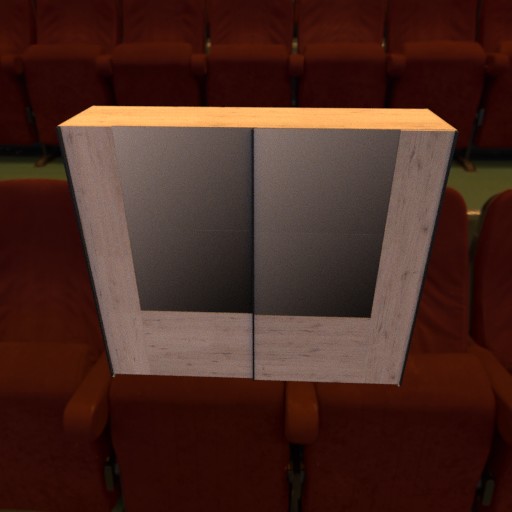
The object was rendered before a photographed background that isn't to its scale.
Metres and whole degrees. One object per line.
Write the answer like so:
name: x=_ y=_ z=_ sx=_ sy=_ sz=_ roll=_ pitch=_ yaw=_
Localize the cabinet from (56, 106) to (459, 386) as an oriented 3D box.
cabinet: x=0.000 y=0.000 z=3.566 sx=2.500 sy=2.180 sz=0.660 roll=1 pitch=30 yaw=2
